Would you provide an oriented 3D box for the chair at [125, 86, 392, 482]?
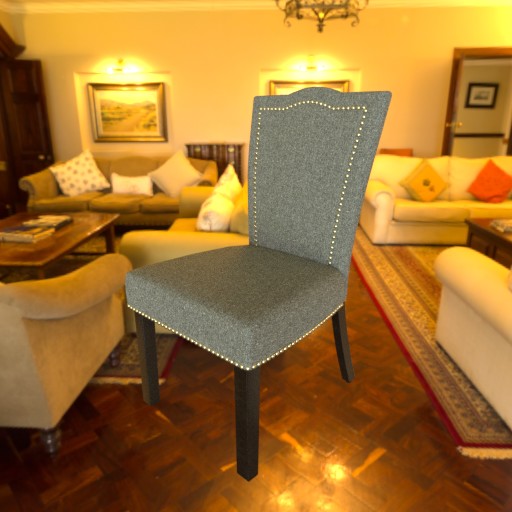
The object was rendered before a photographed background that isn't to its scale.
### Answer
[{"bbox_3d":[0.000,0.000,1.292,0.518,0.946,0.589,16,24,41],"label":"chair"}]
